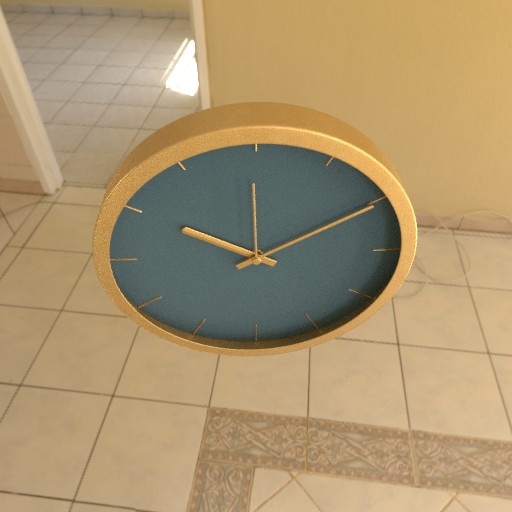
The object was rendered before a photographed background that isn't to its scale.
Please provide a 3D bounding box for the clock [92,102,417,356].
[{"bbox_3d":[0.000,0.000,0.454,0.314,0.314,0.040,-2,45,-2],"label":"clock"}]
